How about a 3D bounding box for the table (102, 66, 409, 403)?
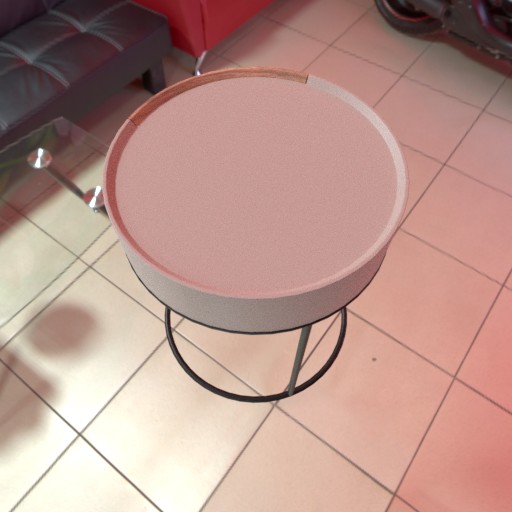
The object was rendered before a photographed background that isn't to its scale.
[{"bbox_3d":[0.000,0.000,0.880,0.450,0.530,0.450,0,59,0],"label":"table"}]
